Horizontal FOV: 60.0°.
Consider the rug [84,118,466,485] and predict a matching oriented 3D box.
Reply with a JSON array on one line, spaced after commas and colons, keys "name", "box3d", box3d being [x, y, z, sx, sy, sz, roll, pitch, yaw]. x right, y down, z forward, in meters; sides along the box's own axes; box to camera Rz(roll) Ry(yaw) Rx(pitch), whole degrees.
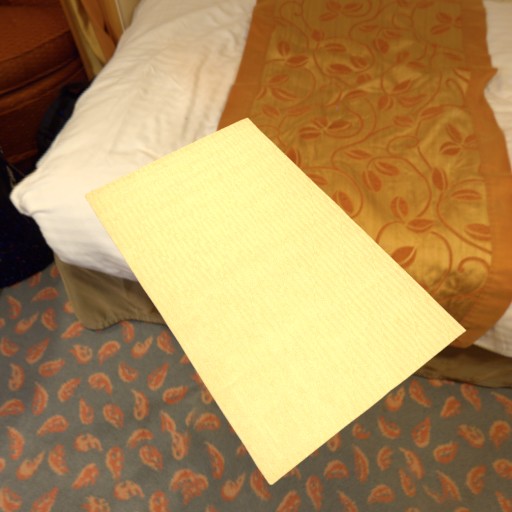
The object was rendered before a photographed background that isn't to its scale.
[{"name": "rug", "box3d": [0.000, 0.000, 3.095, 1.531, 0.014, 2.441, -31, 62, -18]}]
